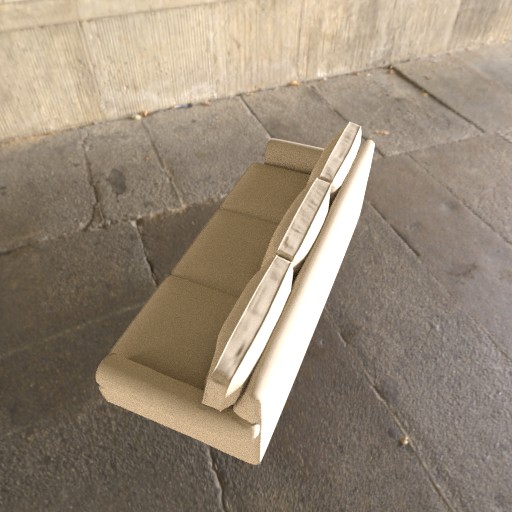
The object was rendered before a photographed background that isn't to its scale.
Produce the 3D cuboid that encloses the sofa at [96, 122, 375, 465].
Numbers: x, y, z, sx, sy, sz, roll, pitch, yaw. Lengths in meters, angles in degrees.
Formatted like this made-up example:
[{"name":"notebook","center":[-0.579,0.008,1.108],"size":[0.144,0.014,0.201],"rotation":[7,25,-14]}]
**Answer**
[{"name":"sofa","center":[0.000,0.000,2.860],"size":[0.966,0.948,2.354],"rotation":[17,48,16]}]
